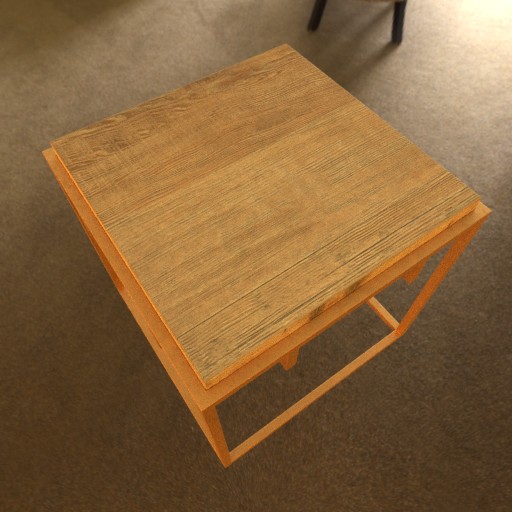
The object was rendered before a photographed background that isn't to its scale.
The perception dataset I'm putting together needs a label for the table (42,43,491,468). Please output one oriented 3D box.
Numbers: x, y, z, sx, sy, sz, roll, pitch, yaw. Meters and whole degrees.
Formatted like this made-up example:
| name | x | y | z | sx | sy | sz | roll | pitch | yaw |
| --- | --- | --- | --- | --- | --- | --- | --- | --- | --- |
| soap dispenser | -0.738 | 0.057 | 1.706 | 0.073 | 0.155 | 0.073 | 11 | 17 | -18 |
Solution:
| name | x | y | z | sx | sy | sz | roll | pitch | yaw |
| --- | --- | --- | --- | --- | --- | --- | --- | --- | --- |
| table | 0.000 | 0.000 | 1.043 | 0.599 | 0.584 | 0.599 | -30 | 62 | -18 |
